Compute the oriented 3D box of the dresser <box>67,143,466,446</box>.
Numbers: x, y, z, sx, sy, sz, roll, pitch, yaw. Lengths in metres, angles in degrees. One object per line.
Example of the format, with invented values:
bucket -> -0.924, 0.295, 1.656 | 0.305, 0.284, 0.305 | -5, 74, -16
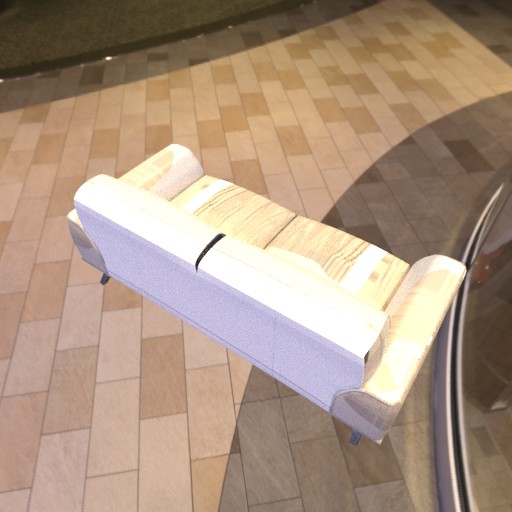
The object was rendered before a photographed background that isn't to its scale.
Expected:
dresser -> 0.000, 0.000, 5.751 | 4.679, 1.863, 2.251 | 27, 52, 23
